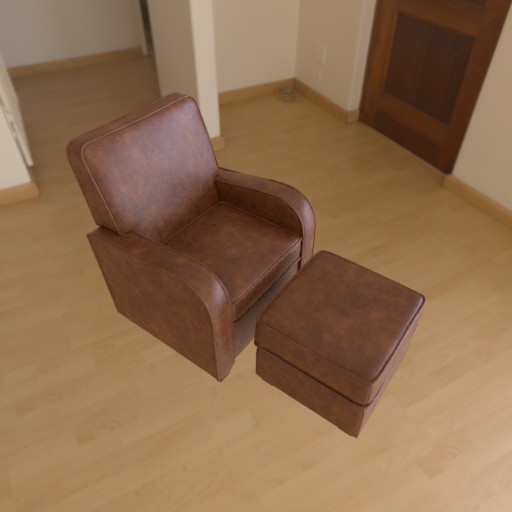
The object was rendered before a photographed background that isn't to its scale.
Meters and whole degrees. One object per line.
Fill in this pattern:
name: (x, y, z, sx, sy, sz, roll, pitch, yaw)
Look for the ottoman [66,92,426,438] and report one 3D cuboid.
ottoman: (0.000, 0.000, 1.819, 1.314, 0.904, 0.732, 26, 49, 26)
